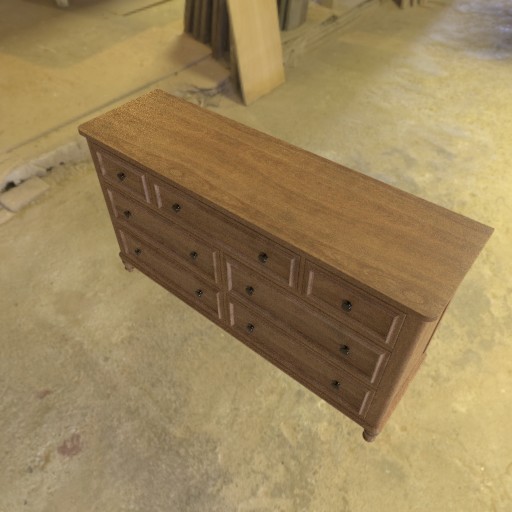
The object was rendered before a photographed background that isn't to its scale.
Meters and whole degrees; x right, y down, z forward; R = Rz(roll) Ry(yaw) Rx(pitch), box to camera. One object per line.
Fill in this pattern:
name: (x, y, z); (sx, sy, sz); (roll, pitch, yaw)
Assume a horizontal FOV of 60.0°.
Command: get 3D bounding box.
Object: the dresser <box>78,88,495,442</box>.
dresser: (0.000, 0.000, 1.953); (1.583, 0.892, 0.468); (30, 53, 26)
